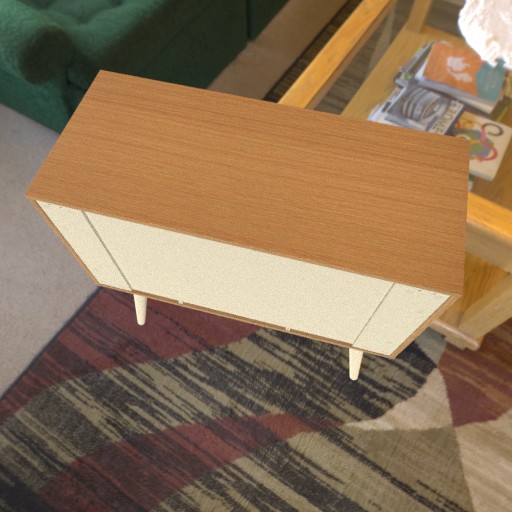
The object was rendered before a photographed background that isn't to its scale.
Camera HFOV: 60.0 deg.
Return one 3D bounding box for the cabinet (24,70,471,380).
[{"bbox_3d":[0.000,0.000,1.585,1.057,1.016,0.470,13,63,7],"label":"cabinet"}]
